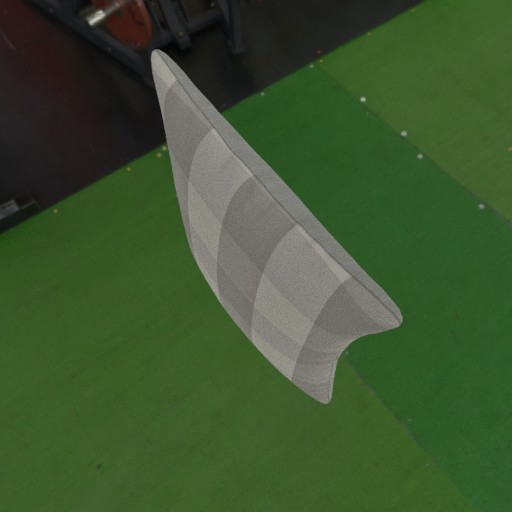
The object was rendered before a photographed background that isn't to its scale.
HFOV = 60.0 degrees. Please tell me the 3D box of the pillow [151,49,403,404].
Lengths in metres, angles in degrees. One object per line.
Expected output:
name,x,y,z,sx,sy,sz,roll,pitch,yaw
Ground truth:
pillow,0.000,0.000,0.773,0.161,0.509,0.511,-32,67,-15
